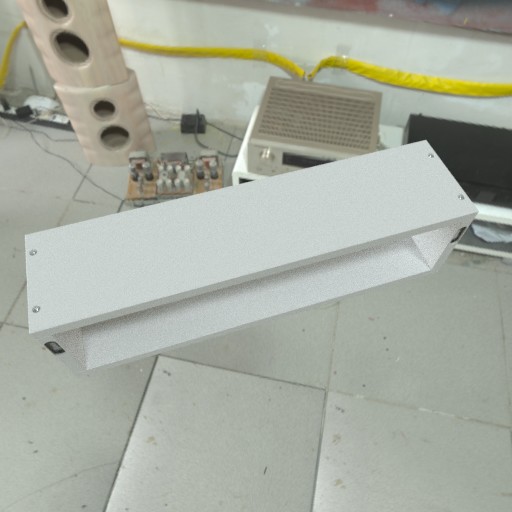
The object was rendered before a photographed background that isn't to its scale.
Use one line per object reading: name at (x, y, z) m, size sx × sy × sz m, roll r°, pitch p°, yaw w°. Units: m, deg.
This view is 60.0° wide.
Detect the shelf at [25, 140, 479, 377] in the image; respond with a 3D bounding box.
shelf at (0.000, 0.000, 0.683) m, size 0.610 × 0.170 × 0.150 m, roll -15°, pitch 59°, yaw -9°
